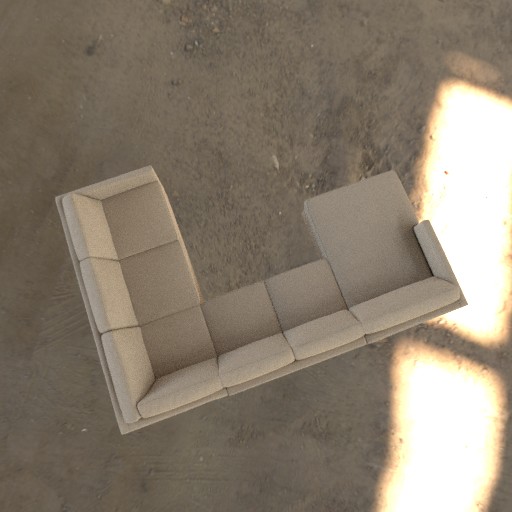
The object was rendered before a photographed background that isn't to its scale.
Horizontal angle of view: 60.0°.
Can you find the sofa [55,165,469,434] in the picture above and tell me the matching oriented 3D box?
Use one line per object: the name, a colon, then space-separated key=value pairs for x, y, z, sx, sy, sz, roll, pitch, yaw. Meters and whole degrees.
sofa: x=0.000 y=0.000 z=4.604 sx=3.528 sy=0.878 sz=2.476 roll=-19 pitch=78 yaw=-4
